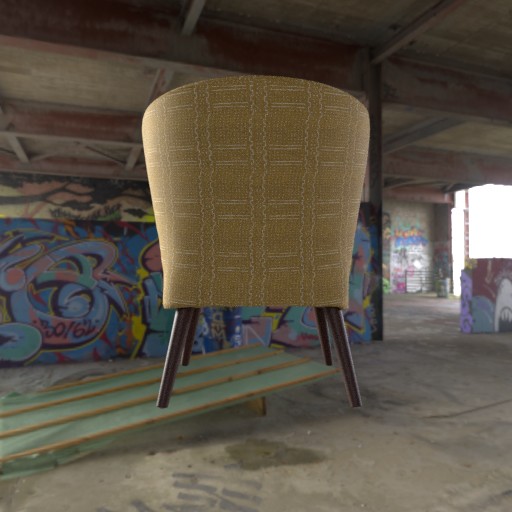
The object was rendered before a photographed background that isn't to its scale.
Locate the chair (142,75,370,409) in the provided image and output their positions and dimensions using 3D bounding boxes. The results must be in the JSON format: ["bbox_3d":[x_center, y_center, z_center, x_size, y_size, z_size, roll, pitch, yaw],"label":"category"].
[{"bbox_3d":[0.000,0.000,1.423,0.706,0.866,0.758,0,-1,-1],"label":"chair"}]
